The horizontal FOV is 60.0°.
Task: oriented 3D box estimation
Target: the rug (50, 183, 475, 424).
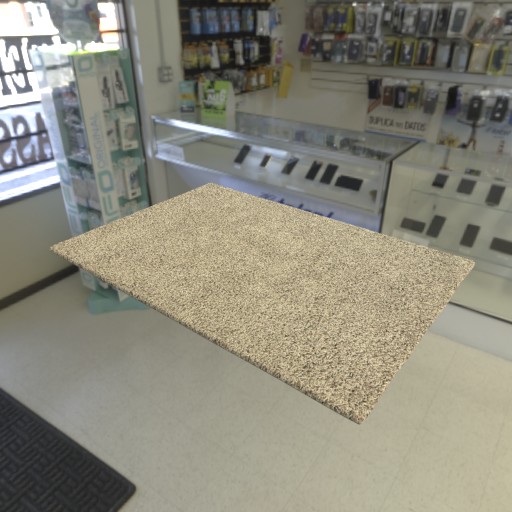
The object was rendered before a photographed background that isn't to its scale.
[{"bbox_3d":[0.000,0.000,2.235,1.778,0.030,1.219,21,36,33],"label":"rug"}]
